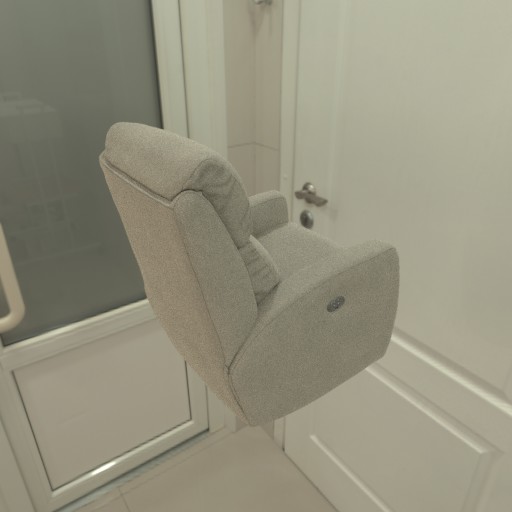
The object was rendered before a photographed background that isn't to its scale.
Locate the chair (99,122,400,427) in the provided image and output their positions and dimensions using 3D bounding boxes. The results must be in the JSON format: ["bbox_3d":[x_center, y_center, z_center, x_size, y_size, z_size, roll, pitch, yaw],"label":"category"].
[{"bbox_3d":[0.000,0.000,1.729,0.940,1.021,0.794,-18,33,-31],"label":"chair"}]
